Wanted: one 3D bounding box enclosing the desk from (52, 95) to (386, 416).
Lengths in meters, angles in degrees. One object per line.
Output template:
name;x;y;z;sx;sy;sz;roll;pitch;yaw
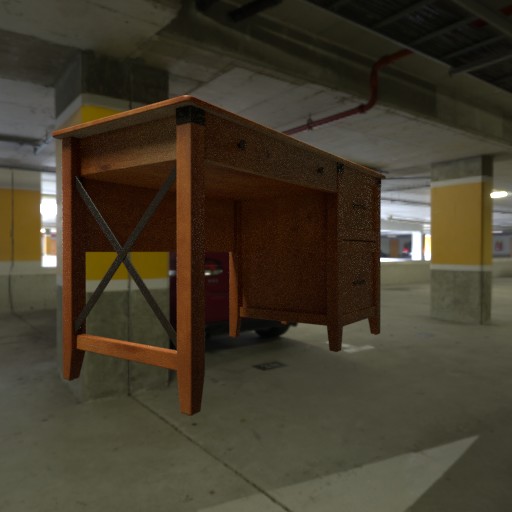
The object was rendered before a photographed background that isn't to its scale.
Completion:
desk;0.000;0.000;1.732;0.574;0.756;1.353;0;1;35
